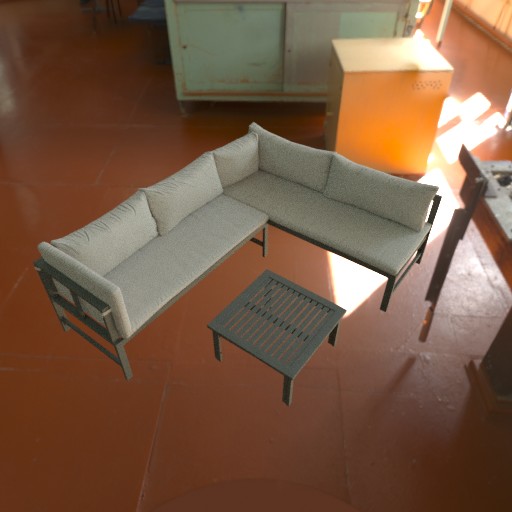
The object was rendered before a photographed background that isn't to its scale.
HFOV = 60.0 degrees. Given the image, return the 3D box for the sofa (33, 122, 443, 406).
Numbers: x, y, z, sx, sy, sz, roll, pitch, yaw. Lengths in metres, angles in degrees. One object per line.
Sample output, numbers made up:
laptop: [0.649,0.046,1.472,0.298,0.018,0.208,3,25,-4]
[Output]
sofa: [0.000,0.000,2.968,1.658,0.758,2.096,27,48,27]
